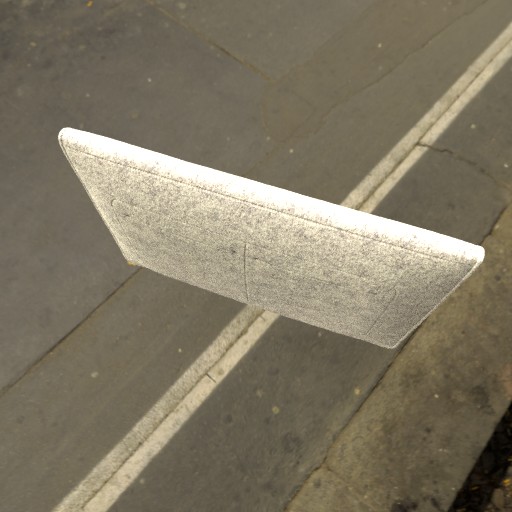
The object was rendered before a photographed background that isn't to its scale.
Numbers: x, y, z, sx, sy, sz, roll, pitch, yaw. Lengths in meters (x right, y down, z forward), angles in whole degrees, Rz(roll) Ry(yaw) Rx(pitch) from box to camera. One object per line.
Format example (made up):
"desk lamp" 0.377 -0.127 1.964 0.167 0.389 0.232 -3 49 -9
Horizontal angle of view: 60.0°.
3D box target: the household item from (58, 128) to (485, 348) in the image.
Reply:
"household item" 0.000 0.000 0.429 0.335 0.221 0.057 17 64 9
